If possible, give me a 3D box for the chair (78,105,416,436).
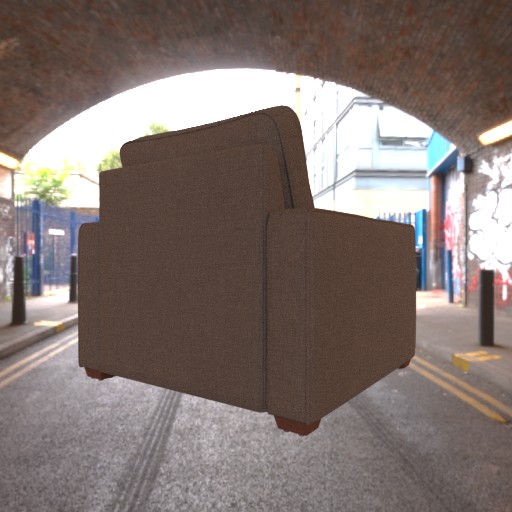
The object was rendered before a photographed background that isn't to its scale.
[{"bbox_3d":[0.000,0.000,1.752,1.017,0.919,0.940,0,1,35],"label":"chair"}]
